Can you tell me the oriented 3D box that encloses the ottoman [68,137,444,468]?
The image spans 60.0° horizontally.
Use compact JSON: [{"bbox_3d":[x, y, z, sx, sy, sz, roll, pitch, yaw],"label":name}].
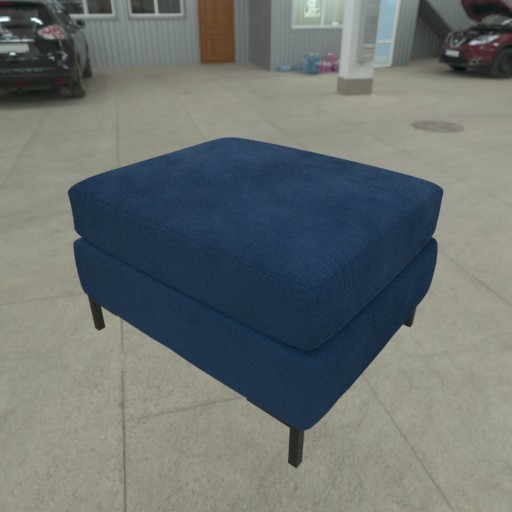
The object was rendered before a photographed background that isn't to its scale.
[{"bbox_3d":[0.000,0.000,1.209,0.794,0.485,0.655,22,36,33],"label":"ottoman"}]
